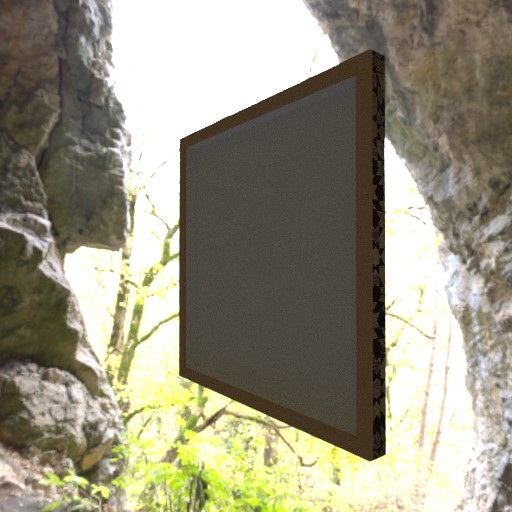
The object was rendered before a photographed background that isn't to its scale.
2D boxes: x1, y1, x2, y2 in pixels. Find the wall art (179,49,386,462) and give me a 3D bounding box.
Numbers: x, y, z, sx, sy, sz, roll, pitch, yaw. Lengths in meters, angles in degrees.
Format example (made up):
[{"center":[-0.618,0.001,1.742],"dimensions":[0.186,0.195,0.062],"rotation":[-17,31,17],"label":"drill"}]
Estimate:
[{"center":[0.000,0.000,0.910],"dimensions":[0.038,0.612,0.612],"rotation":[0,-1,-37],"label":"wall art"}]
